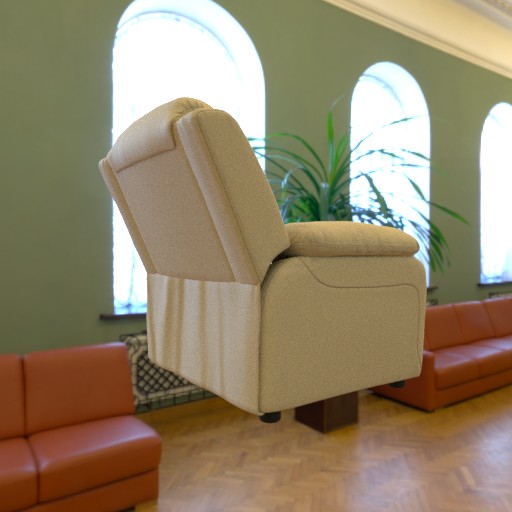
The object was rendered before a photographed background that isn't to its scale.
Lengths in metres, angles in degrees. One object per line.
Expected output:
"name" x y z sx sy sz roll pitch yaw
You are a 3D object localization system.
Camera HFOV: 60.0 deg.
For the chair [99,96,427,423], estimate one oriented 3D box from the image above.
"chair" 0.000 0.000 1.240 0.709 0.702 0.680 -1 1 -36
